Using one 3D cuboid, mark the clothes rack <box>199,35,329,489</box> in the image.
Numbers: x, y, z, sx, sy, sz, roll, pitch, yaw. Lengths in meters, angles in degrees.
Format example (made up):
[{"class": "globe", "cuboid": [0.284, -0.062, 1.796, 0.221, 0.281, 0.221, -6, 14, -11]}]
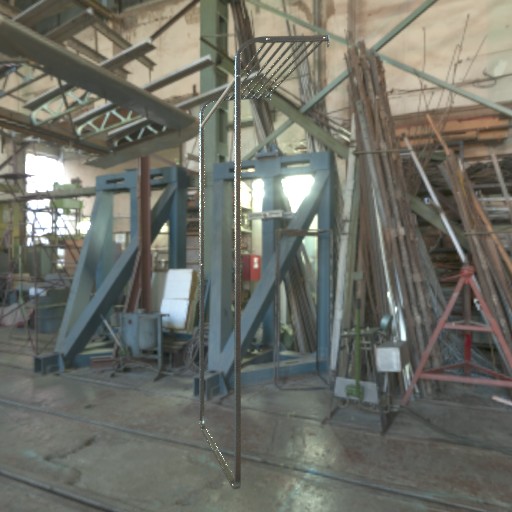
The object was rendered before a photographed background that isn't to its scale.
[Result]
[{"class": "clothes rack", "cuboid": [0.000, 0.000, 1.809, 0.349, 1.574, 0.609, 0, 0, -18]}]
